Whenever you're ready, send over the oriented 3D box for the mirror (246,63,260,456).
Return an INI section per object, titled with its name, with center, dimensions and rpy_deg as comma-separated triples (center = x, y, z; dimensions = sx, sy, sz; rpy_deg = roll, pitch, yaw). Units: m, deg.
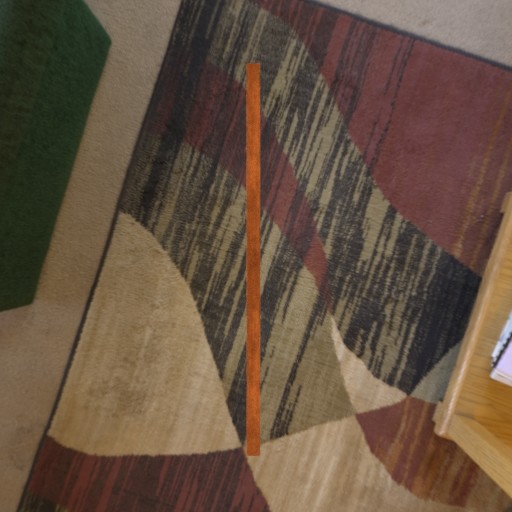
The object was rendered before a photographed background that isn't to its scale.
[mirror]
center = 0.000, 0.000, 1.444
dimensions = 0.028, 1.099, 0.796
rpy_deg = 0, 91, 1
